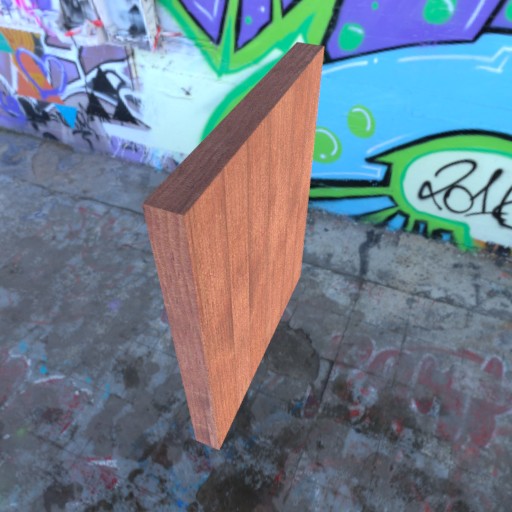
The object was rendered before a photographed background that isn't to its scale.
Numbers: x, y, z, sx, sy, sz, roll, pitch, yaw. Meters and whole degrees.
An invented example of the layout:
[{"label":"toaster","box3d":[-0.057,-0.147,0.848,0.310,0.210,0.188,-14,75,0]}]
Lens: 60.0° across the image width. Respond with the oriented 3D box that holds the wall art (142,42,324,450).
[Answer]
[{"label":"wall art","box3d":[0.000,0.000,0.626,0.039,0.449,0.377,16,47,16]}]
